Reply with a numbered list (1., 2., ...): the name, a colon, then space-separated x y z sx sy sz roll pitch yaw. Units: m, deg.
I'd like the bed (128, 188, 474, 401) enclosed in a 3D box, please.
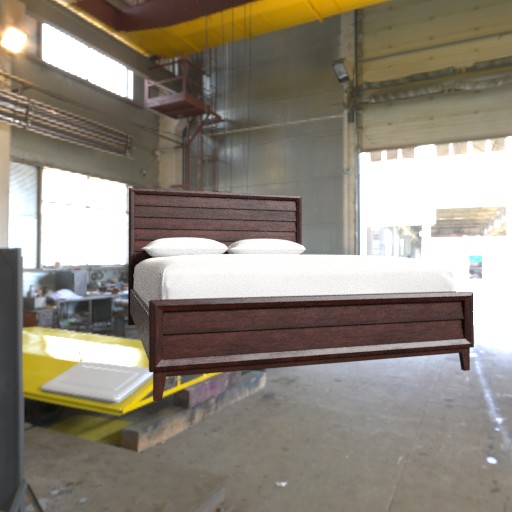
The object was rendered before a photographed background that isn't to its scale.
1. bed: 0.000 0.000 3.868 2.040 1.492 2.803 0 0 -18
